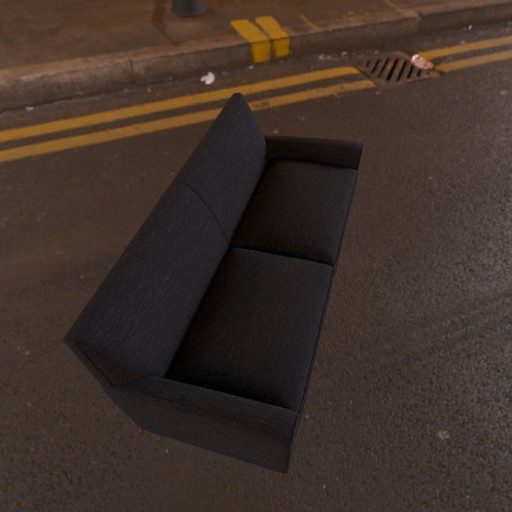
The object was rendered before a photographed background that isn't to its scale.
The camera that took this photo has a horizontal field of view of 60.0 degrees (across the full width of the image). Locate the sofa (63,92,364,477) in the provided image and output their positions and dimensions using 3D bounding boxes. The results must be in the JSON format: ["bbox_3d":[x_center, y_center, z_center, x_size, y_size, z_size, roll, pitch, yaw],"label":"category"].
[{"bbox_3d":[0.000,0.000,2.409,0.875,0.846,1.976,12,48,11],"label":"sofa"}]
